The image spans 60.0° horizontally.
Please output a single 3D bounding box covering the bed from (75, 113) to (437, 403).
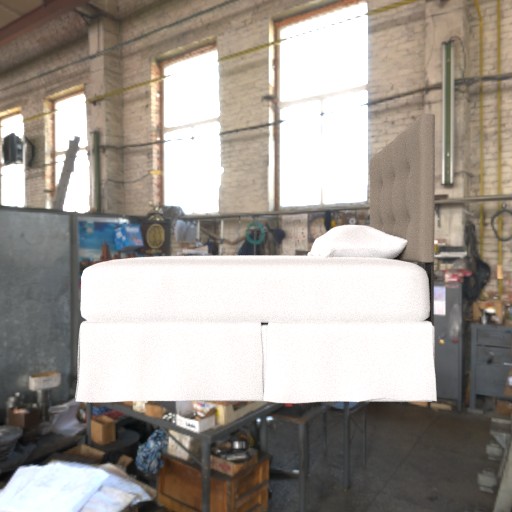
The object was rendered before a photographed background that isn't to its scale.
[{"bbox_3d":[0.000,0.000,2.984,1.997,1.571,1.261,0,0,0],"label":"bed"}]
